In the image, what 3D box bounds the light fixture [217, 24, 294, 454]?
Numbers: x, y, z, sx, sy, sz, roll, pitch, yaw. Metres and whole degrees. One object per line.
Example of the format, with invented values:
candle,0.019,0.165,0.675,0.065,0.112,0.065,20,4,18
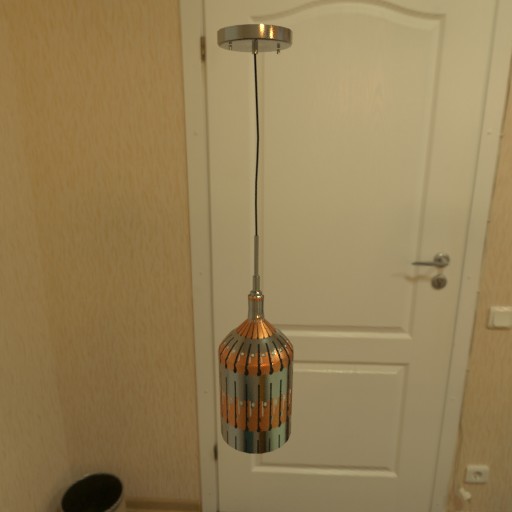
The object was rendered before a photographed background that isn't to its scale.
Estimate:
light fixture,0.000,0.000,1.675,0.303,1.535,0.303,0,16,0
